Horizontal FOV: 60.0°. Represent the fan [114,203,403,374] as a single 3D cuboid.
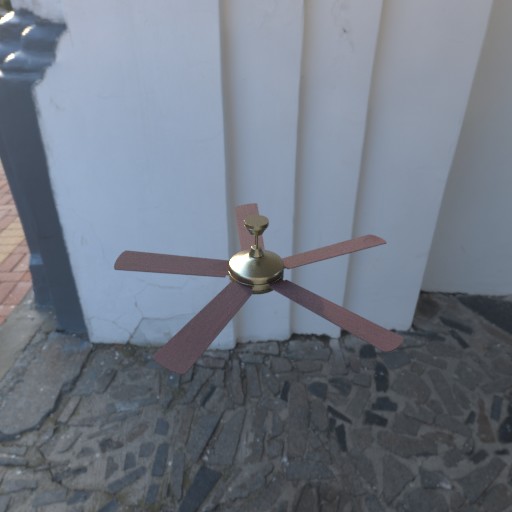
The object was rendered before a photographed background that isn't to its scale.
[{"bbox_3d":[0.000,0.000,1.973,1.321,0.356,1.321,10,34,16],"label":"fan"}]
